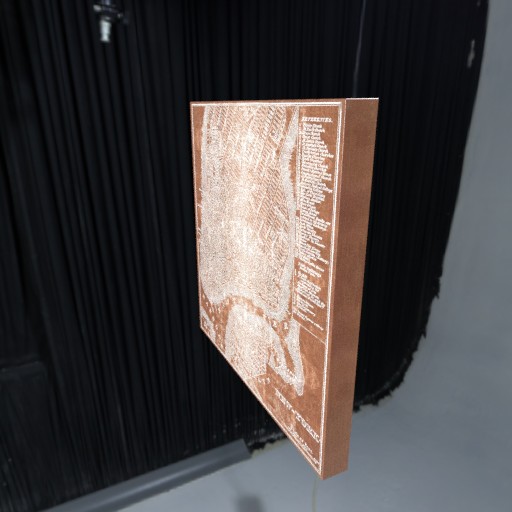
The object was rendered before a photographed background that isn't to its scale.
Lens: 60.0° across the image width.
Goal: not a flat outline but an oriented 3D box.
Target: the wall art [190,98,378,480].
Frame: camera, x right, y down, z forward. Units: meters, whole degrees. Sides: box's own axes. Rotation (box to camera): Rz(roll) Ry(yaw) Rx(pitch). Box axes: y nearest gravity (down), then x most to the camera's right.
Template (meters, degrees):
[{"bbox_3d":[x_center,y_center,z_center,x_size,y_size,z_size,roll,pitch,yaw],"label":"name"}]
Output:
[{"bbox_3d":[0.000,0.000,0.608,0.035,0.403,0.403,-9,21,-25],"label":"wall art"}]
